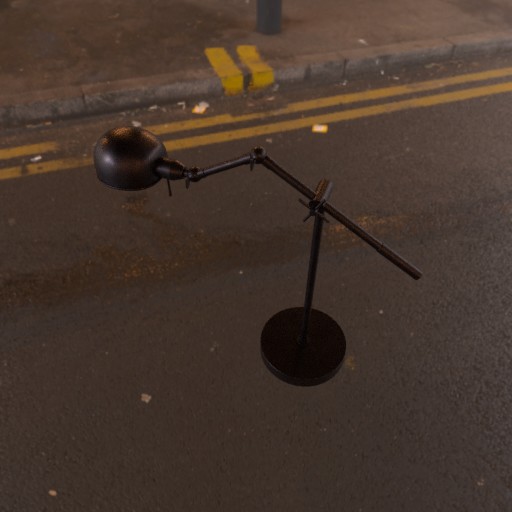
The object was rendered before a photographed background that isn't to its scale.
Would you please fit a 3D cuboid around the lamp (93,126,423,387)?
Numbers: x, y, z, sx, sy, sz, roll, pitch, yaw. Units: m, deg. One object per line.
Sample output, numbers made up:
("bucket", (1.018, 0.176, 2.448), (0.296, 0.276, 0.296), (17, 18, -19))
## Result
("lamp", (0.000, 0.000, 0.829), (0.567, 0.495, 0.185), (16, 47, 15))
